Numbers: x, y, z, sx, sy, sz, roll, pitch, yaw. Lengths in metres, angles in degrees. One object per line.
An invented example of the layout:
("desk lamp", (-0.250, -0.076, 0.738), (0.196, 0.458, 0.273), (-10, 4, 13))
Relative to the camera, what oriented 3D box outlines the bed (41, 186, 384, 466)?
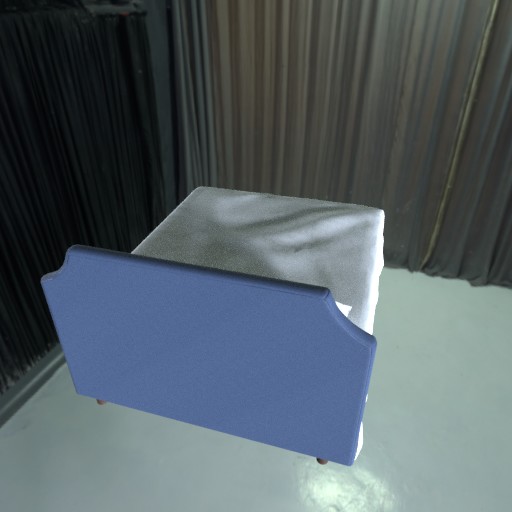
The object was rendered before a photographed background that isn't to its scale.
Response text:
("bed", (0.000, 0.000, 4.048), (2.350, 1.488, 2.773), (9, 34, 14))
